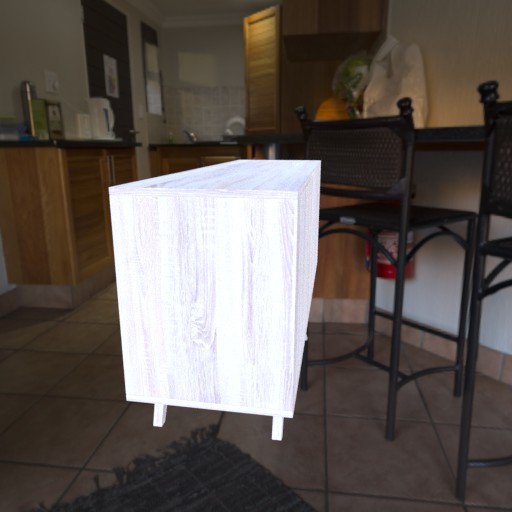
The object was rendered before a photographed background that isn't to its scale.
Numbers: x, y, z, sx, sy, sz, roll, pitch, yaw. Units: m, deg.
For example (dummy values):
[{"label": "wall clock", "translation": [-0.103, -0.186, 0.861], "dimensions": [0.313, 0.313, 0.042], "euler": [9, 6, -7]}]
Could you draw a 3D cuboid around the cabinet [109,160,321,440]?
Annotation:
[{"label": "cabinet", "translation": [0.000, 0.000, 2.011], "dimensions": [0.500, 0.780, 1.650], "euler": [3, 15, 10]}]
